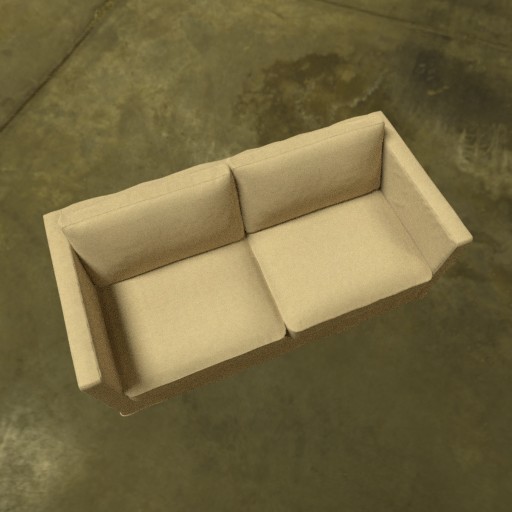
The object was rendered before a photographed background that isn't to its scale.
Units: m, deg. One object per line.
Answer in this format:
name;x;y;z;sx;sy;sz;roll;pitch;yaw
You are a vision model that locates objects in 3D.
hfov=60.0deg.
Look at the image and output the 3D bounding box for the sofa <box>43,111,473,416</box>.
sofa;0.000;0.000;2.422;1.959;0.835;0.962;-19;64;-10
